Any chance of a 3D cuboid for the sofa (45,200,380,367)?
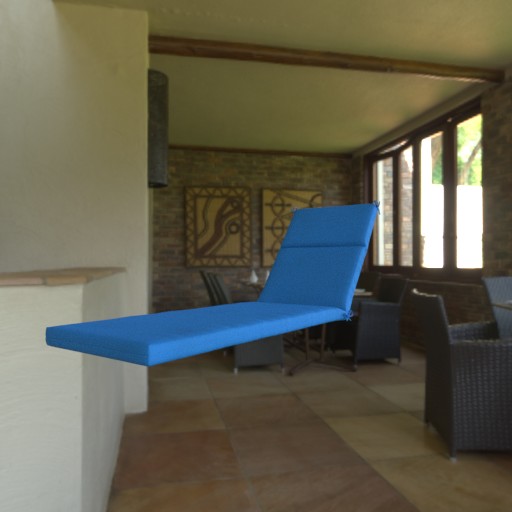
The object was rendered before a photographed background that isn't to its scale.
[{"bbox_3d":[0.000,0.000,1.972,0.582,0.622,1.663,0,-1,36],"label":"sofa"}]
